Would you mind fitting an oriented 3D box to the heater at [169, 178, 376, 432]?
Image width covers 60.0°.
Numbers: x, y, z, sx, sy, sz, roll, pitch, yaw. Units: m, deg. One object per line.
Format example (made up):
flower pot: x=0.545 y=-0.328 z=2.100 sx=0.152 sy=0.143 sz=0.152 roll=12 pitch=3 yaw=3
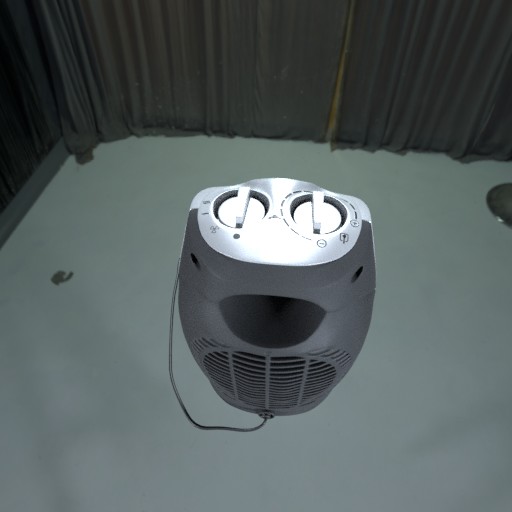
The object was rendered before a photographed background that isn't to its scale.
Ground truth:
heater: x=0.000 y=0.000 z=0.477 sx=0.239 sy=0.240 sz=0.291 roll=4 pitch=47 yaw=4
